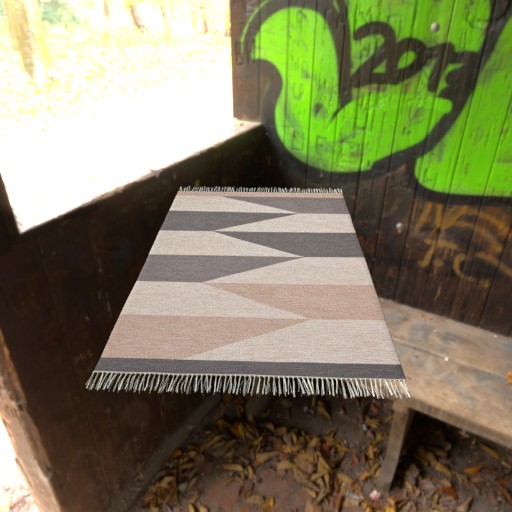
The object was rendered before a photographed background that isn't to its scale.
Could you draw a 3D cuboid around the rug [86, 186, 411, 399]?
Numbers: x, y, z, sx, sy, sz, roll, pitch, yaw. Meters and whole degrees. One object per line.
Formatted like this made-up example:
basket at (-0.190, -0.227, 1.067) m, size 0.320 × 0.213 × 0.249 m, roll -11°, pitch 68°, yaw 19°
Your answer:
rug at (0.000, 0.000, 2.509) m, size 1.224 × 0.027 × 2.021 m, roll 1°, pitch 31°, yaw 2°
